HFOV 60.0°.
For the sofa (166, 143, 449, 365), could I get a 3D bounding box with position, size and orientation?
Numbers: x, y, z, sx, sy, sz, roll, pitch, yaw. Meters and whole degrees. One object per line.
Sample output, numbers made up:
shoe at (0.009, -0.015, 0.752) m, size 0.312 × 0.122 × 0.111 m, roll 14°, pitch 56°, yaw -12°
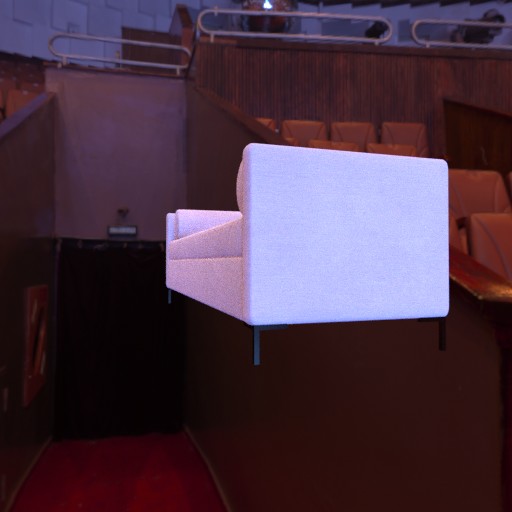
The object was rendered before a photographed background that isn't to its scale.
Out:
sofa at (0.000, 0.000, 2.272) m, size 0.686 × 0.635 × 1.981 m, roll 0°, pitch -1°, yaw -18°
